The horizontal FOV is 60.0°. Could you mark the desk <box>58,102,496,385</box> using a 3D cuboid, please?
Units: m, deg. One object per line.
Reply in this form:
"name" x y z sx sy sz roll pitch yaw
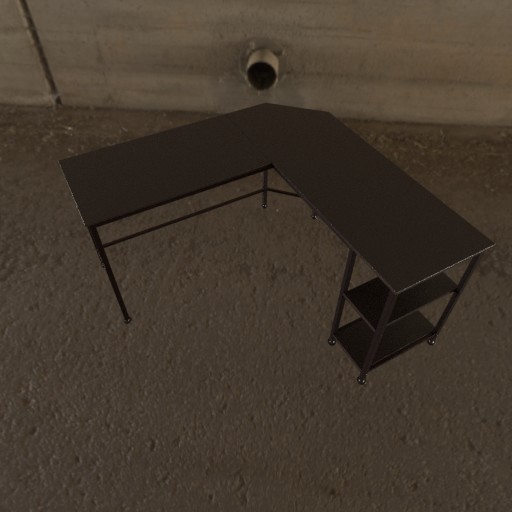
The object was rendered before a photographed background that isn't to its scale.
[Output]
"desk" 0.000 0.000 2.185 1.379 0.739 1.379 -22 51 -19
